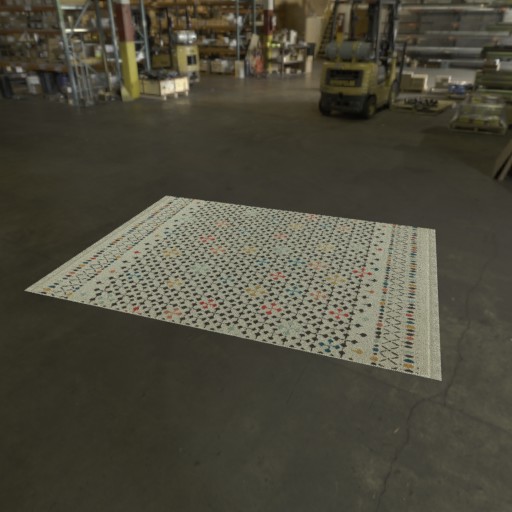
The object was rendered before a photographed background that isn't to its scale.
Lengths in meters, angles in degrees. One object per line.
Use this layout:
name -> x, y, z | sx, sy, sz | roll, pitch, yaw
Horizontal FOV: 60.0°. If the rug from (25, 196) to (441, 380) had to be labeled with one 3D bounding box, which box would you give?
rug -> 0.000, 0.000, 4.152 | 3.196, 0.007, 2.354 | 9, 29, 17
